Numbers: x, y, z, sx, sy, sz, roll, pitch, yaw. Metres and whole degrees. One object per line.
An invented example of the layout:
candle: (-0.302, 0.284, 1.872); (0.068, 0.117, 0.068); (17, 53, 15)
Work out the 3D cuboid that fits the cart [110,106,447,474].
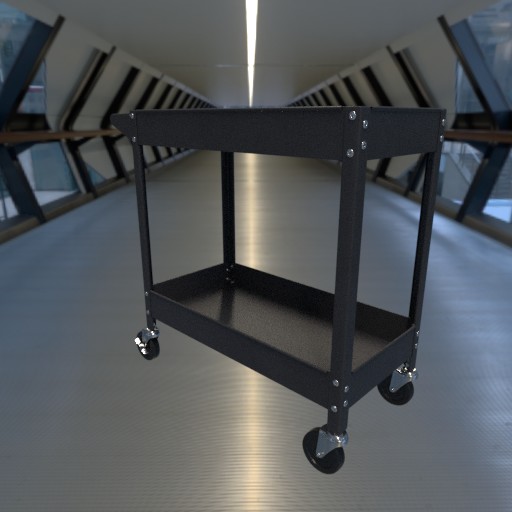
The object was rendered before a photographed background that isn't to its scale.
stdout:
cart: (0.000, 0.000, 1.146); (0.779, 0.719, 0.366); (16, 24, 41)
